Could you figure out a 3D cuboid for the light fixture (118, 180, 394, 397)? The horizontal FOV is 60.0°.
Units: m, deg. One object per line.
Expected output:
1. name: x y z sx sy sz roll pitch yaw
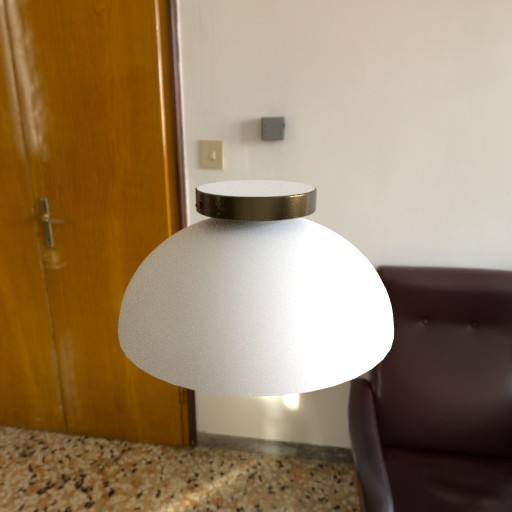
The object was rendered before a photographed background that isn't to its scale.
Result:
1. light fixture: 0.000 0.000 0.571 0.355 0.177 0.355 0 17 0
